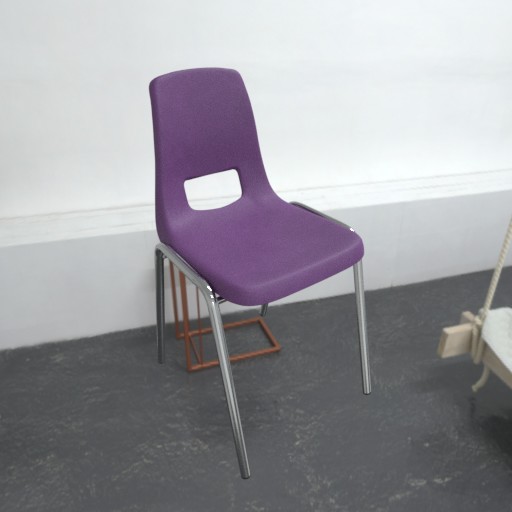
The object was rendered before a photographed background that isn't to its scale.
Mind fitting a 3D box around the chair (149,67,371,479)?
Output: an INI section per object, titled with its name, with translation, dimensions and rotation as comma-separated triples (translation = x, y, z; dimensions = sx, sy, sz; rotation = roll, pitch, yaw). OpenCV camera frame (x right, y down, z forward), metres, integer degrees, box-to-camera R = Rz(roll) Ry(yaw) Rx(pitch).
[chair]
translation = 0.000, 0.000, 0.947
dimensions = 0.381, 0.704, 0.432
rotation = -21, 36, -31
